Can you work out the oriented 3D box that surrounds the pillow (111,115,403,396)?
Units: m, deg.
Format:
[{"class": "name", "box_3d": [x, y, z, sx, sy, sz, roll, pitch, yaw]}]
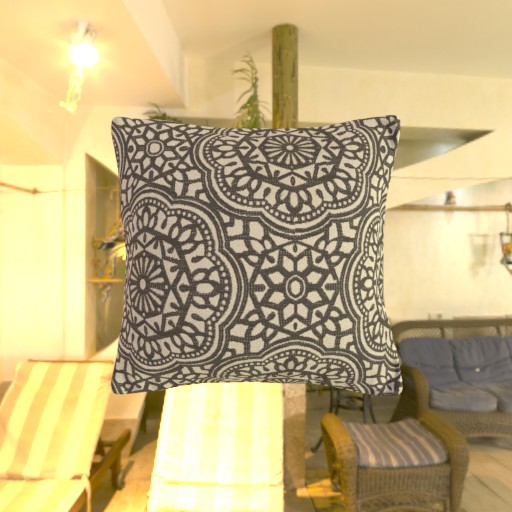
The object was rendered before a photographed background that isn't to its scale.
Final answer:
[{"class": "pillow", "box_3d": [0.000, 0.000, 0.660, 0.436, 0.417, 0.148, 0, 0, 1]}]
